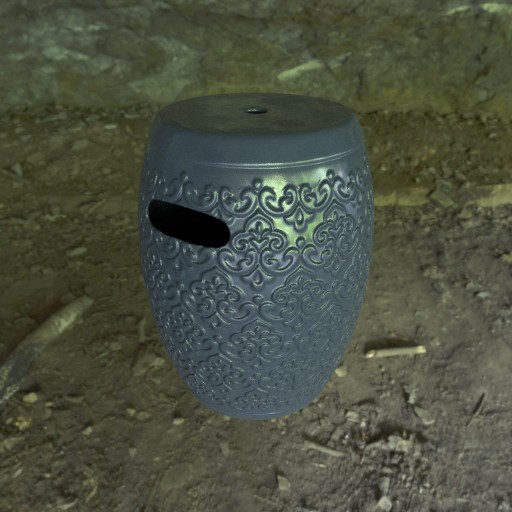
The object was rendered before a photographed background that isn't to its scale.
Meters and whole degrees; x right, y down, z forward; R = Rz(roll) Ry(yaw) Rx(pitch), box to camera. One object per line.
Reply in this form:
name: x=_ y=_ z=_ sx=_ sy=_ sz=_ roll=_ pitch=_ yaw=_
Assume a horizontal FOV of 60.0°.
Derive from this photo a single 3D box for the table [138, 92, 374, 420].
table: x=0.000 y=0.000 z=0.617 sx=0.309 sy=0.397 sz=0.309 roll=0 pitch=30 yaw=0
